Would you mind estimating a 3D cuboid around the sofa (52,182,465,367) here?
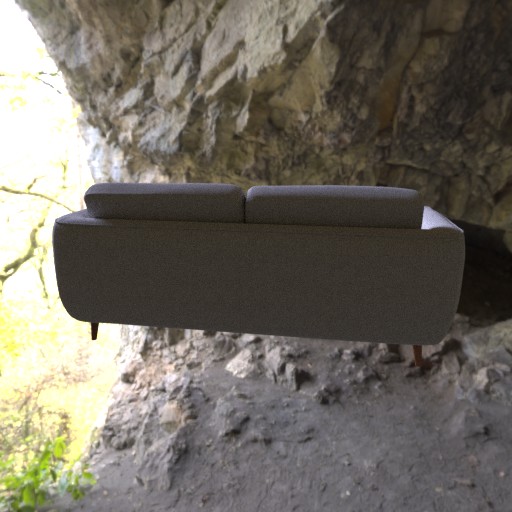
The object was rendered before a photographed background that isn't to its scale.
[{"bbox_3d":[0.000,0.000,2.457,2.000,0.850,0.920,3,16,9],"label":"sofa"}]
